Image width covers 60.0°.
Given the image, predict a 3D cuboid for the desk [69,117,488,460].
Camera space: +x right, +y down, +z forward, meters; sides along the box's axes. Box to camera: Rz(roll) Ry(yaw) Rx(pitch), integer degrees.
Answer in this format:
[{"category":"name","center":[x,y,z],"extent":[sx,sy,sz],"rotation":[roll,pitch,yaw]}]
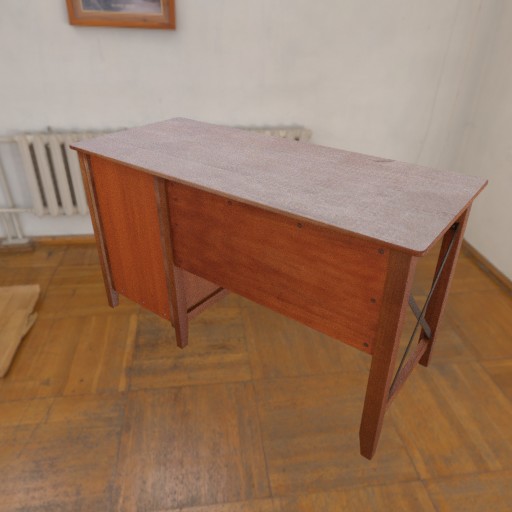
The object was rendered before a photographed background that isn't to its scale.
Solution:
[{"category":"desk","center":[0.000,0.000,1.697],"extent":[1.353,0.756,0.574],"rotation":[21,36,32]}]
